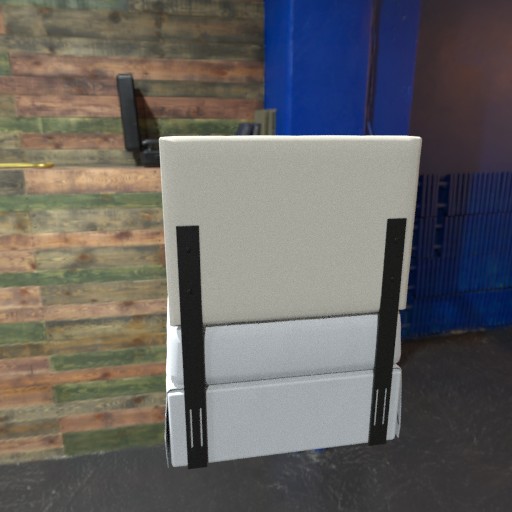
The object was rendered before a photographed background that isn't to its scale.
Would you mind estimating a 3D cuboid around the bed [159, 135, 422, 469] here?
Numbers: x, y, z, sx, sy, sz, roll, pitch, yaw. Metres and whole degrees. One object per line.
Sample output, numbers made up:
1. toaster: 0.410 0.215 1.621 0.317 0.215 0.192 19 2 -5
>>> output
1. bed: 0.000 0.000 2.974 1.261 1.571 1.997 -3 16 -10
